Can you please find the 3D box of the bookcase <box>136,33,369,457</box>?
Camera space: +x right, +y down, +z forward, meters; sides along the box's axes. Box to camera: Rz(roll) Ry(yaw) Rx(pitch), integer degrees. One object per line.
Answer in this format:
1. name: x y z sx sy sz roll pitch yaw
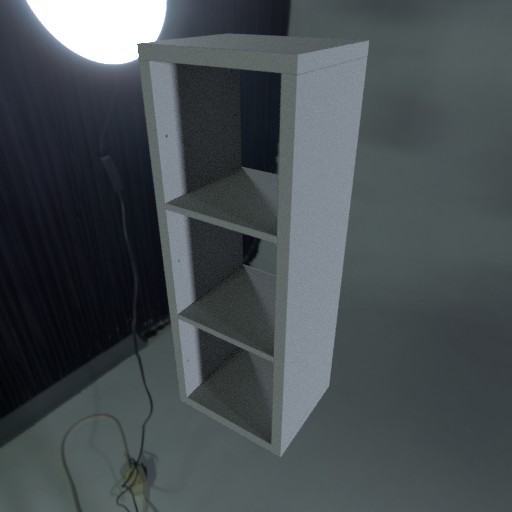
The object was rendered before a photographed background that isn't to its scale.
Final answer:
1. bookcase: 0.000 0.000 1.236 0.390 1.080 0.330 18 35 28
